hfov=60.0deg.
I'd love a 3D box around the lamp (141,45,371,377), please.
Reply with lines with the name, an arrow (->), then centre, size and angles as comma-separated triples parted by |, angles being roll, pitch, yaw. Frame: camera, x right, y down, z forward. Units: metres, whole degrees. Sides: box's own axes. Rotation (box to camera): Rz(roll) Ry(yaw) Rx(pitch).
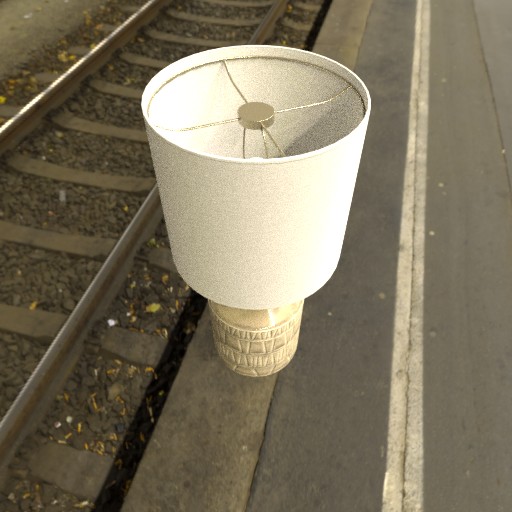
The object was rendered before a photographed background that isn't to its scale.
lamp -> 0.000, 0.000, 0.582 | 0.211, 0.455, 0.211 | -5, 48, -4
